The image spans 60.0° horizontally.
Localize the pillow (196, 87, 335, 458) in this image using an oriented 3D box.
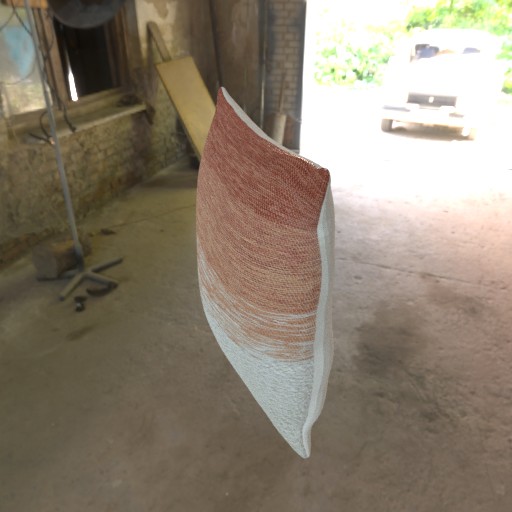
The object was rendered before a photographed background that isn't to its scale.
[{"bbox_3d":[0.000,0.000,0.698,0.182,0.441,0.440,-9,31,-15],"label":"pillow"}]
